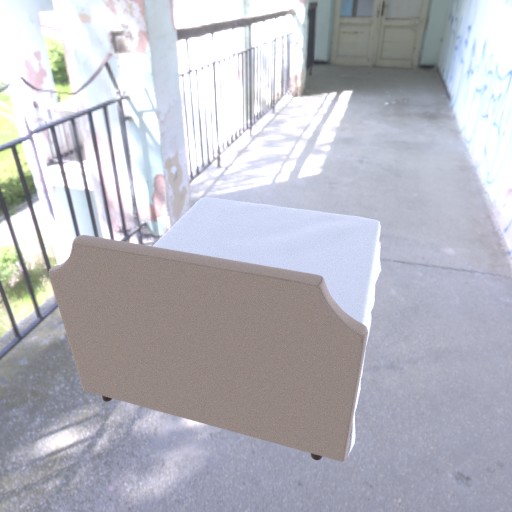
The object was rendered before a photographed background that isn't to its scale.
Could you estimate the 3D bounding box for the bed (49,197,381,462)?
[{"bbox_3d":[0.000,0.000,4.189,2.350,1.590,2.773,9,33,15],"label":"bed"}]
